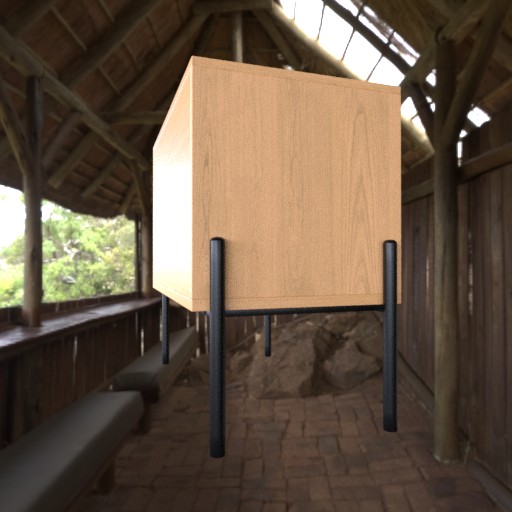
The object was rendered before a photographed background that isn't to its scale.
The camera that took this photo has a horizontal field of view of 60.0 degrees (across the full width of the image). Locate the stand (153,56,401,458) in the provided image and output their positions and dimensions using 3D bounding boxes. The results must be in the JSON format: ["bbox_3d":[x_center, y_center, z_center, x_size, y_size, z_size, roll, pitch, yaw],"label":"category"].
[{"bbox_3d":[0.000,0.000,1.005,0.400,0.600,0.630,0,0,-19],"label":"stand"}]
